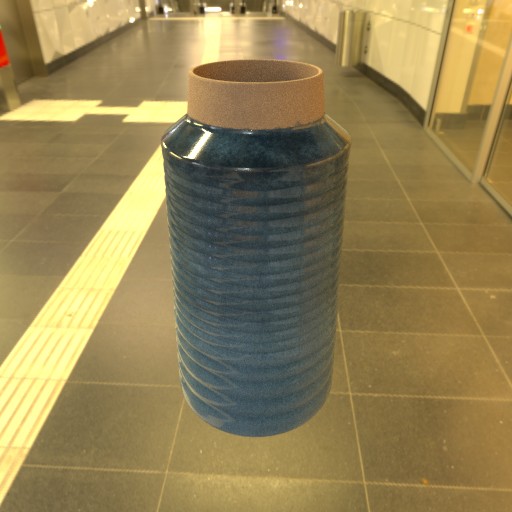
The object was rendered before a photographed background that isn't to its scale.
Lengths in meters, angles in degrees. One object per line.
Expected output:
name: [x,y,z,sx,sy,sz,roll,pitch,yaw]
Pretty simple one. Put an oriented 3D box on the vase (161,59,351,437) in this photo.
vase: [0.000,0.000,0.402,0.163,0.316,0.163,0,32,0]
